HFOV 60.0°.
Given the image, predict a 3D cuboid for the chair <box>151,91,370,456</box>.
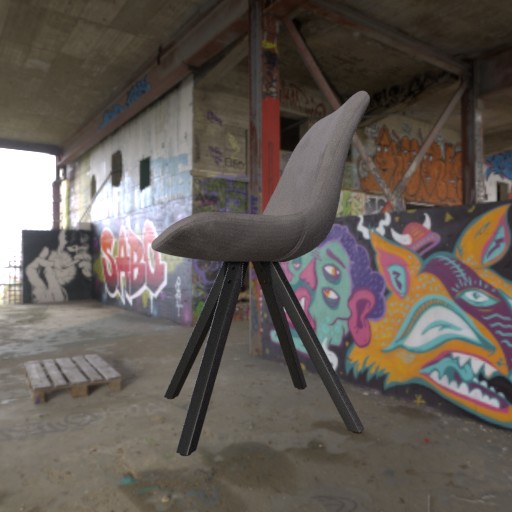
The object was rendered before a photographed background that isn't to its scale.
[{"bbox_3d":[0.000,0.000,1.197,0.550,0.850,0.476,0,0,-15],"label":"chair"}]
